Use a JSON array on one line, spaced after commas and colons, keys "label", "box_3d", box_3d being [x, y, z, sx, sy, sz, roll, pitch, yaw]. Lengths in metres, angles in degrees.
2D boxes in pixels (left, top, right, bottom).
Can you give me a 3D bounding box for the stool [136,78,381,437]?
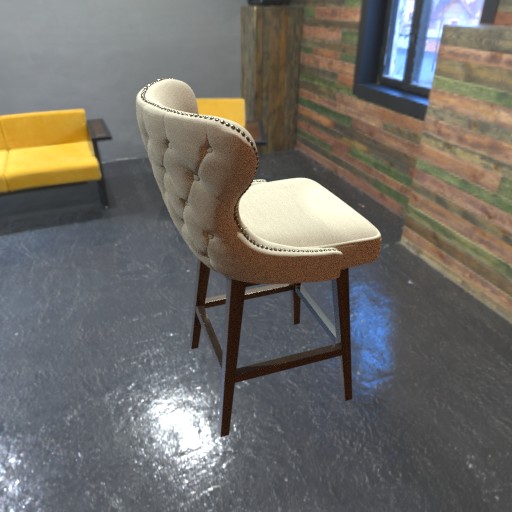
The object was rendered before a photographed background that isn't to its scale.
[{"label": "stool", "box_3d": [0.000, 0.000, 1.357, 0.597, 0.972, 0.615, -10, 32, -17]}]
